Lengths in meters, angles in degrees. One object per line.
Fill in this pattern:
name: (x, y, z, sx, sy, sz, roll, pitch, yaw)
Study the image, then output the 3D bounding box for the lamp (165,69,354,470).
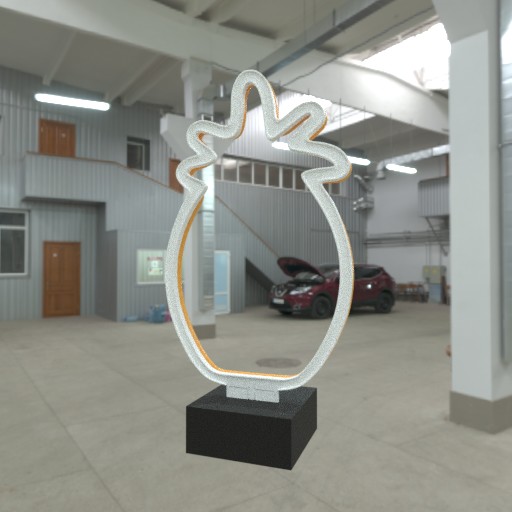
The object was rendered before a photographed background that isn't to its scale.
lamp: (0.000, 0.000, 0.384, 0.167, 0.317, 0.088, 0, -1, 20)
